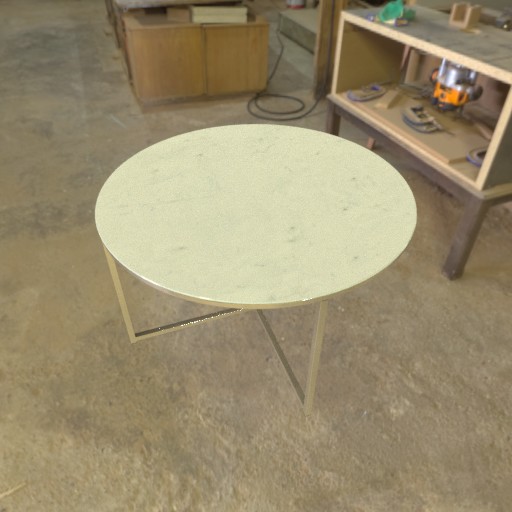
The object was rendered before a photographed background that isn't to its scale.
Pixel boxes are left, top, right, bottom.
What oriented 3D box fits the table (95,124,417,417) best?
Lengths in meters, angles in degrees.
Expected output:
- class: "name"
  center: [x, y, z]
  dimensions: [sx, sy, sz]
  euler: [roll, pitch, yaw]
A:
- class: "table"
  center: [0.000, 0.000, 1.288]
  dimensions: [0.800, 0.450, 0.800]
  euler: [0, 40, 0]
